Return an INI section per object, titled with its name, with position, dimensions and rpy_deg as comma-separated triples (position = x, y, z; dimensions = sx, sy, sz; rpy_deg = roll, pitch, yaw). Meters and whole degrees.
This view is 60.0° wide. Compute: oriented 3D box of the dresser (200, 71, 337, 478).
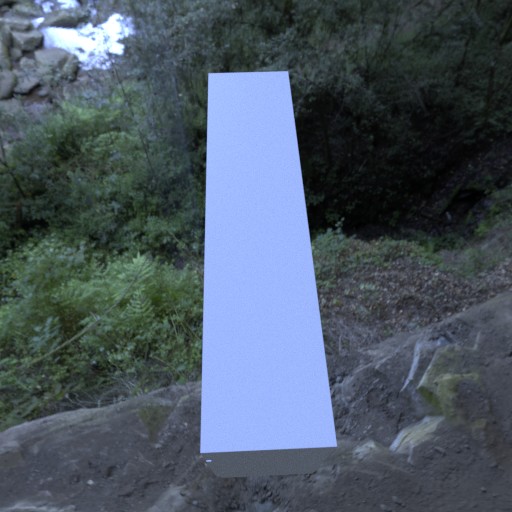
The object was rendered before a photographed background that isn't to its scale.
[dresser]
position = 0.000, 0.000, 2.556
dimensions = 0.500, 0.840, 2.200
rpy_deg = -2, 58, -1
